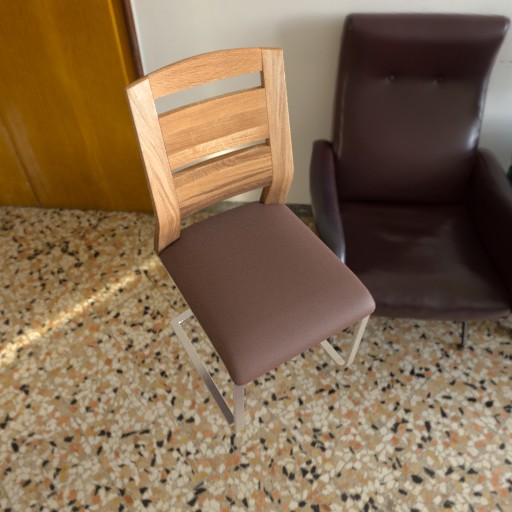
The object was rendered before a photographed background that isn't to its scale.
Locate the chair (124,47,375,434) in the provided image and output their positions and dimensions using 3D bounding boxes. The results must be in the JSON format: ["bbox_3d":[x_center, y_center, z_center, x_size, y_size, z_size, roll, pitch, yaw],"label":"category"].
[{"bbox_3d":[0.000,0.000,1.268,0.460,0.970,0.570,-24,51,-21],"label":"chair"}]
